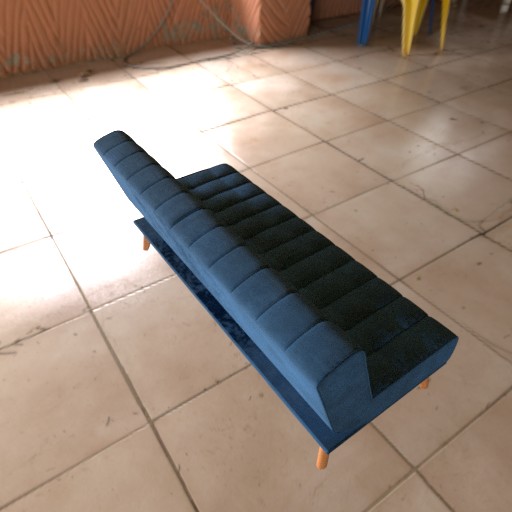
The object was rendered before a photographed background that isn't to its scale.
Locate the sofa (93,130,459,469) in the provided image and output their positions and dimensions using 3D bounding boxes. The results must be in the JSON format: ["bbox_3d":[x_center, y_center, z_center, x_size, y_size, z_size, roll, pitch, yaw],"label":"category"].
[{"bbox_3d":[0.000,0.000,2.226,0.855,0.813,1.804,-25,47,-26],"label":"sofa"}]
